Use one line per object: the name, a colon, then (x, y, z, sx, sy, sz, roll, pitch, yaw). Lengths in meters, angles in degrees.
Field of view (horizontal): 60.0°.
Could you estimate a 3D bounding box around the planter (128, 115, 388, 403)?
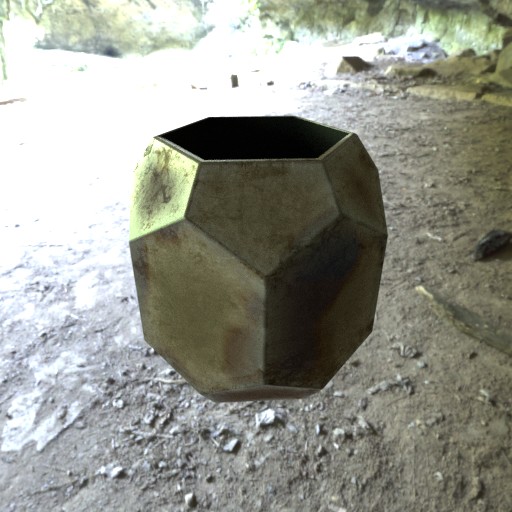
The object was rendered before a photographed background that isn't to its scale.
planter: (0.000, 0.000, 0.437, 0.221, 0.238, 0.243, -2, 29, -3)
